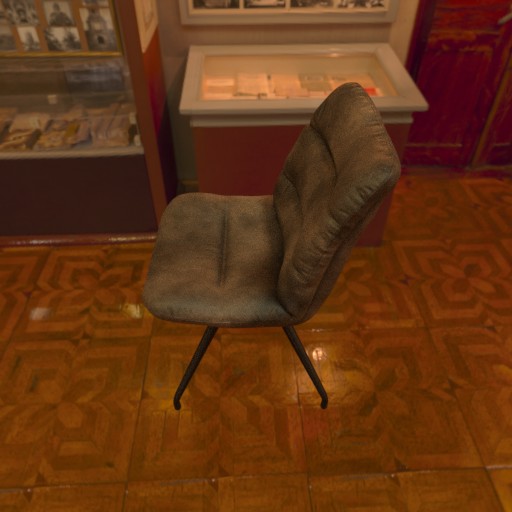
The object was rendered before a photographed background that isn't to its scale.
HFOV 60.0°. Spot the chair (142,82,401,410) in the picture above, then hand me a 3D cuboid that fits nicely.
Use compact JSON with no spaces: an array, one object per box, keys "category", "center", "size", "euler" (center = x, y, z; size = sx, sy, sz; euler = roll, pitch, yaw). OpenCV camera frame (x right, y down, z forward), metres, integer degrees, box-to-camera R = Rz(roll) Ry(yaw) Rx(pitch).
[{"category":"chair","center":[0.000,0.000,1.314],"size":[0.622,0.870,0.549],"euler":[0,41,0]}]
